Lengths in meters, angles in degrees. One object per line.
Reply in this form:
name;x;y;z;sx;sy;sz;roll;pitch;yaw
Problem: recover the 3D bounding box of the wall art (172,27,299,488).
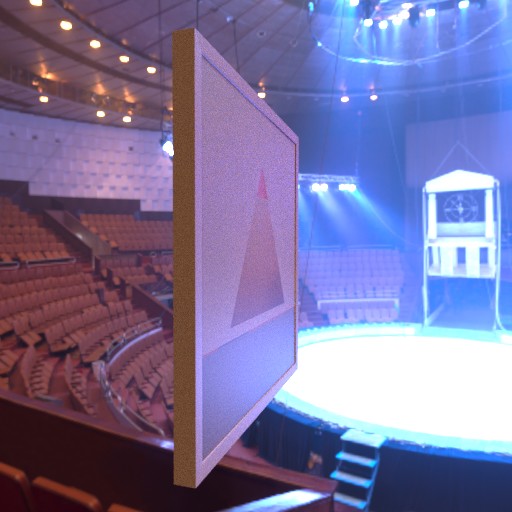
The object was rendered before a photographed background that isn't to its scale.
wall art;0.000;0.000;1.105;0.041;0.765;0.768;0;1;18
